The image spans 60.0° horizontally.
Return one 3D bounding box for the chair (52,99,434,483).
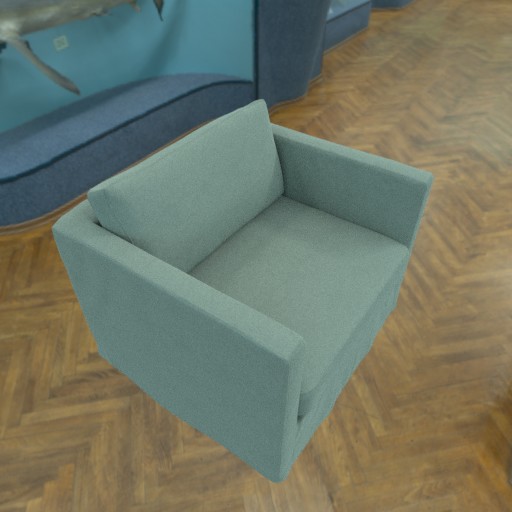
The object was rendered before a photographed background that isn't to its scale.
[{"bbox_3d":[0.000,0.000,1.712,0.949,0.863,1.057,25,48,26],"label":"chair"}]
